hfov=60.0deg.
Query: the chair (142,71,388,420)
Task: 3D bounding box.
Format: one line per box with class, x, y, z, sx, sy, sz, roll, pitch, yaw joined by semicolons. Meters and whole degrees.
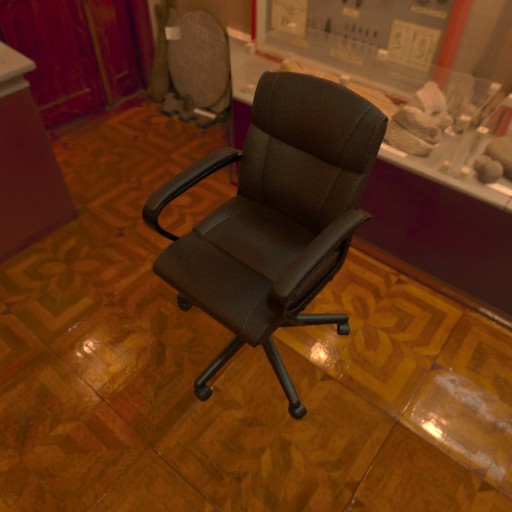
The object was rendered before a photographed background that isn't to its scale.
chair;0.000;0.000;1.519;0.739;1.004;0.717;33;55;27
